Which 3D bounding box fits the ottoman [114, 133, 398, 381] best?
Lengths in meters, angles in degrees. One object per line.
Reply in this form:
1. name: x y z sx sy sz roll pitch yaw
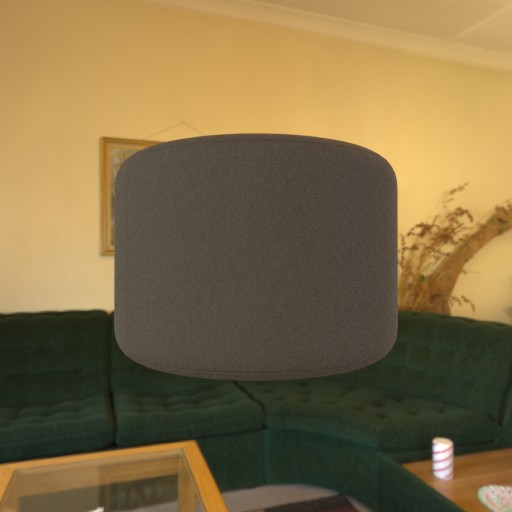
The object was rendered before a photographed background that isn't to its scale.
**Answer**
1. ottoman: 0.000 0.000 0.998 0.608 0.433 0.608 0 0 0
